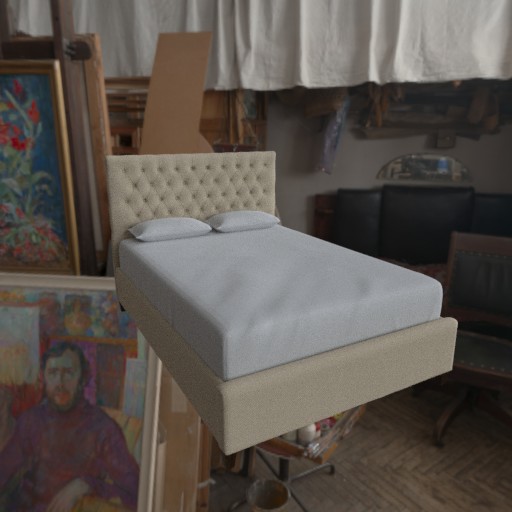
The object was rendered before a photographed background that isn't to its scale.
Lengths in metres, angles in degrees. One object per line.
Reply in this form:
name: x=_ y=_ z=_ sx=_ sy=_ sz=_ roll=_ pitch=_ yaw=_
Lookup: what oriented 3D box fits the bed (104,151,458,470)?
bed: x=0.000 y=0.000 z=3.383 sx=1.698 sy=1.427 sz=2.387 roll=-9 pitch=18 yaw=-28
